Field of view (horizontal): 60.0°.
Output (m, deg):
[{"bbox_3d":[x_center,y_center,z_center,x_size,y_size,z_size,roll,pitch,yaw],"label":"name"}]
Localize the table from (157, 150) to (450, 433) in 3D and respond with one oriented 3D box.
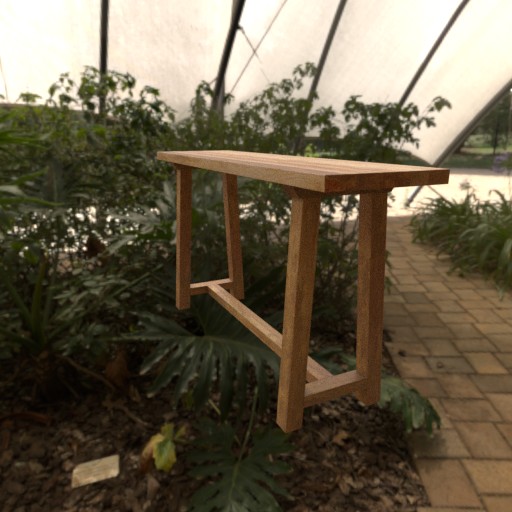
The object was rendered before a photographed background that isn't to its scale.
[{"bbox_3d":[0.000,0.000,1.866,0.405,0.810,1.524,-8,17,-25],"label":"table"}]
